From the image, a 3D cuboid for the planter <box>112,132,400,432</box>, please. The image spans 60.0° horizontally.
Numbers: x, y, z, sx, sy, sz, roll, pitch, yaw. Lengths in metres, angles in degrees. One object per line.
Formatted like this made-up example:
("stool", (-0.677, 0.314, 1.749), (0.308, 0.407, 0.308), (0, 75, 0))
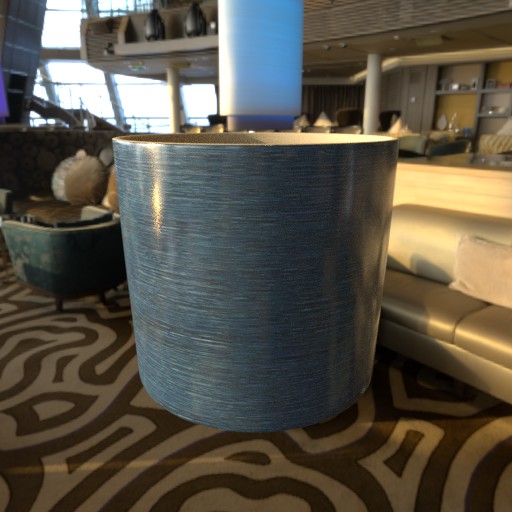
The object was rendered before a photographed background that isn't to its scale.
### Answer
("planter", (0.000, 0.000, 0.387), (0.221, 0.201, 0.221), (0, 17, 0))
